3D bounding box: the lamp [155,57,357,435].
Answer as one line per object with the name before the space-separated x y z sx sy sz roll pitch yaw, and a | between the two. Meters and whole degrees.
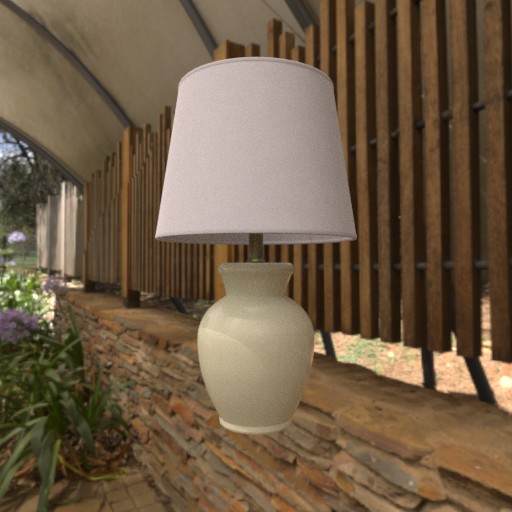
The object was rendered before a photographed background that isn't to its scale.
lamp | 0.000 0.000 0.538 0.239 0.399 0.239 0 -1 0
